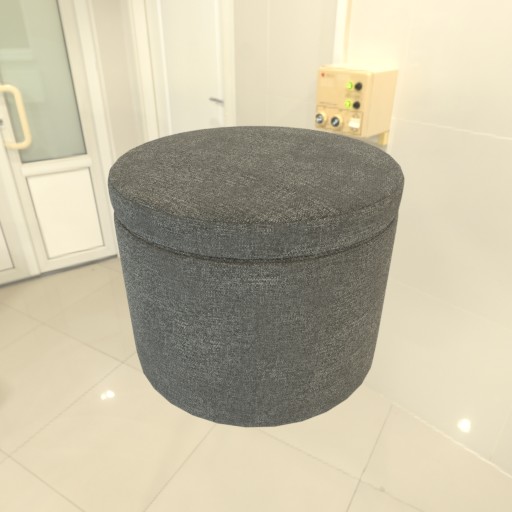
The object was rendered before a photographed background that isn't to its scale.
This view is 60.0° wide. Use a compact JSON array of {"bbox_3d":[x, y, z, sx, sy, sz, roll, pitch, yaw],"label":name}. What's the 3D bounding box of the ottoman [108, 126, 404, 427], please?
[{"bbox_3d":[0.000,0.000,0.864,0.500,0.419,0.500,0,30,0],"label":"ottoman"}]
